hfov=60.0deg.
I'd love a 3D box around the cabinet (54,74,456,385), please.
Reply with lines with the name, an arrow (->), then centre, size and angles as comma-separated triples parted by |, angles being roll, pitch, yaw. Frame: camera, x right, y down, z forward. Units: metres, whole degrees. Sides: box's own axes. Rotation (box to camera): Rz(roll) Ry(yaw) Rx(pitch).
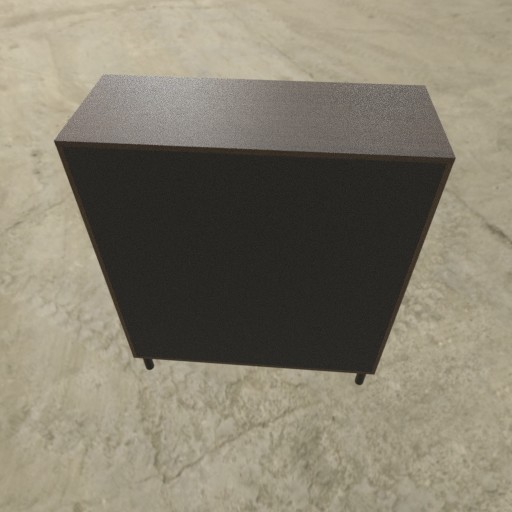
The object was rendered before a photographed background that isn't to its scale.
cabinet -> 0.000, 0.000, 1.666 | 1.010, 1.170, 0.400 | 3, 46, 3
